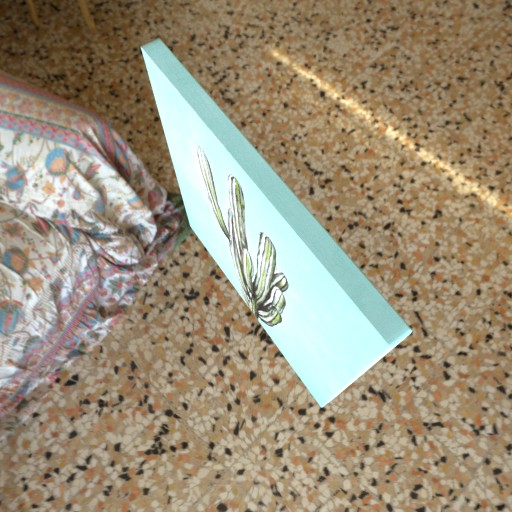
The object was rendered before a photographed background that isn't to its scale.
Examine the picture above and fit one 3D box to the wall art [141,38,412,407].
[{"bbox_3d":[0.000,0.000,1.135,0.054,0.766,0.765,-32,69,-14],"label":"wall art"}]
